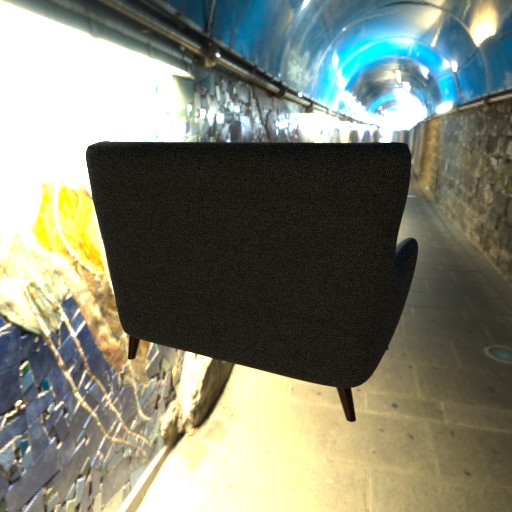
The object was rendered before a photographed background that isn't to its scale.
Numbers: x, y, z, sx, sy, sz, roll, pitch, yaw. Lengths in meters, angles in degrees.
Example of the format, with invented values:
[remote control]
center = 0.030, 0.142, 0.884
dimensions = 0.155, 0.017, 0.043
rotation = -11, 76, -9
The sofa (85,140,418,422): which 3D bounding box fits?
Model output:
[sofa]
center = 0.000, 0.000, 2.041
dimensions = 1.358, 1.028, 0.874
rotation = 7, 17, 26
